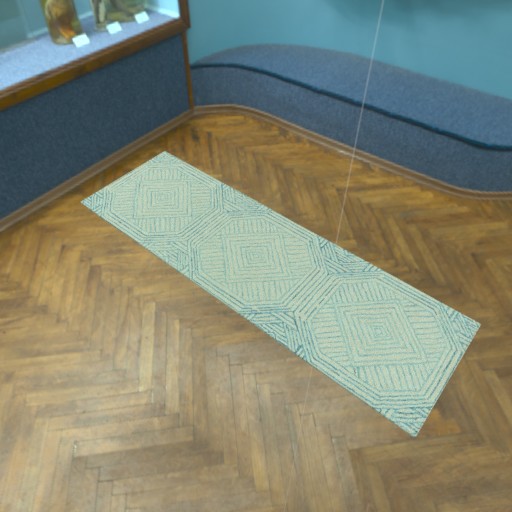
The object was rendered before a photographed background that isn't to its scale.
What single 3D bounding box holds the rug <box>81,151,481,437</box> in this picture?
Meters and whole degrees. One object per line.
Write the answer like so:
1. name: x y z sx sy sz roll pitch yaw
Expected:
1. rug: 0.000 0.000 2.670 2.452 0.012 0.775 32 55 25
